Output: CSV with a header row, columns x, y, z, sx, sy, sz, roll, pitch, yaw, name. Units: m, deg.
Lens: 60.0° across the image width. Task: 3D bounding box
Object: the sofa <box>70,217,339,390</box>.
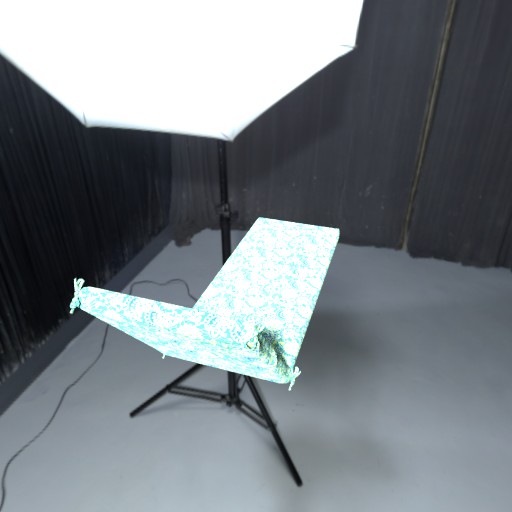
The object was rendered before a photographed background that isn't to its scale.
x,y,z,sx,sy,sz,roll,pitch,yaw,name
0.000,0.000,1.933,0.582,0.622,1.663,10,33,16,sofa
